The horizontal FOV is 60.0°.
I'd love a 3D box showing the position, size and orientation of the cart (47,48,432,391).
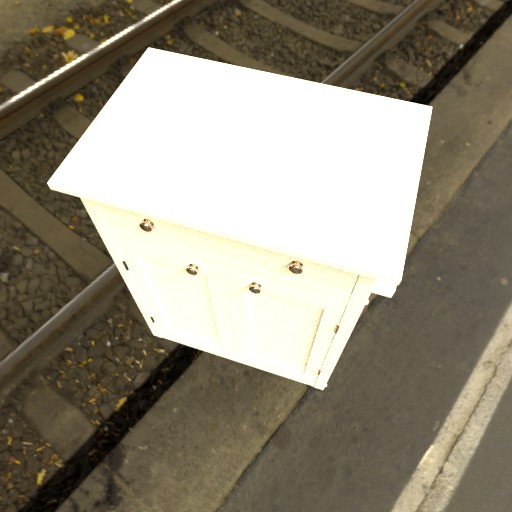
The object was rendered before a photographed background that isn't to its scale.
[{"bbox_3d":[0.000,0.000,1.257,0.683,0.864,0.442,16,60,9],"label":"cart"}]
